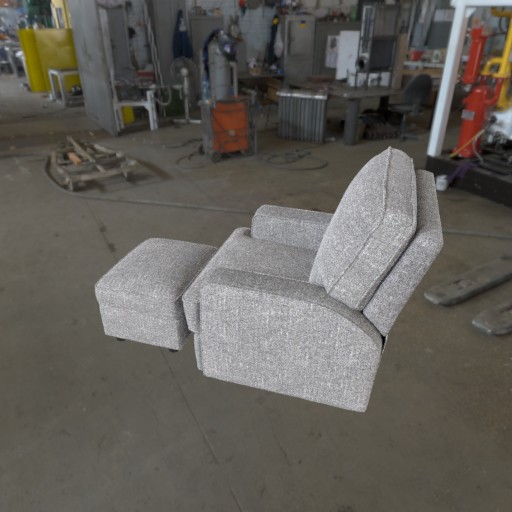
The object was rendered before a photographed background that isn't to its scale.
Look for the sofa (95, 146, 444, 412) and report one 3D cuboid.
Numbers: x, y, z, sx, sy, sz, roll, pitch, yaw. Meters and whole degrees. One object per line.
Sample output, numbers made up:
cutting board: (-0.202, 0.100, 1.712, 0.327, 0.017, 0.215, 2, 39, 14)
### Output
sofa: (0.000, 0.000, 2.074, 1.472, 0.959, 0.861, 8, 30, 15)
